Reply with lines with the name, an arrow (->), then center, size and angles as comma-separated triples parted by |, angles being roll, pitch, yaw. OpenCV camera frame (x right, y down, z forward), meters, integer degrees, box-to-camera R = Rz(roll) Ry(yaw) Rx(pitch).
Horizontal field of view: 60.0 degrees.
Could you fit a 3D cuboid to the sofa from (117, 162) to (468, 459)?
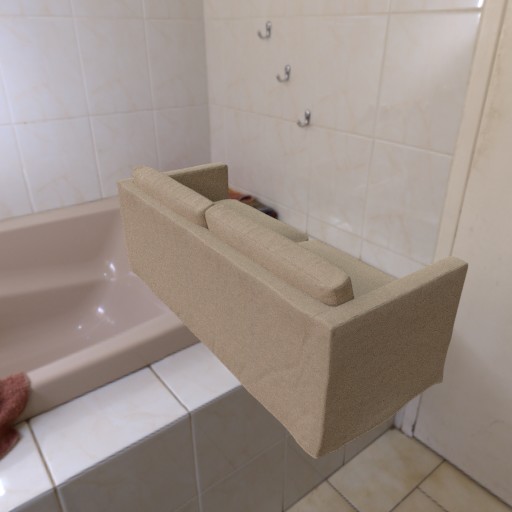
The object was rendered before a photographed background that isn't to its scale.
sofa -> 0.000, 0.000, 2.844 | 0.962, 0.853, 2.312 | -18, 32, -31
